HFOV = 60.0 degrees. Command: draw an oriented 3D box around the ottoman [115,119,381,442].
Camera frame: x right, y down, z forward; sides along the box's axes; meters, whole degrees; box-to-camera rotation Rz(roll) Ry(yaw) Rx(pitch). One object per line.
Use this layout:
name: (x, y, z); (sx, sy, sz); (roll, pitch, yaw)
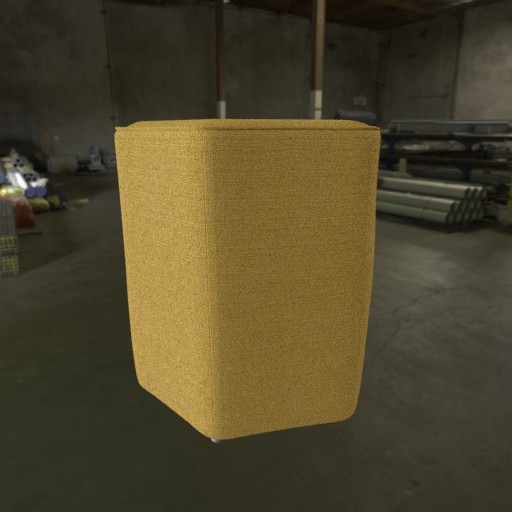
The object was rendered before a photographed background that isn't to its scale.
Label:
ottoman: (0.000, 0.000, 0.866); (0.443, 0.502, 0.494); (-15, 21, -42)
